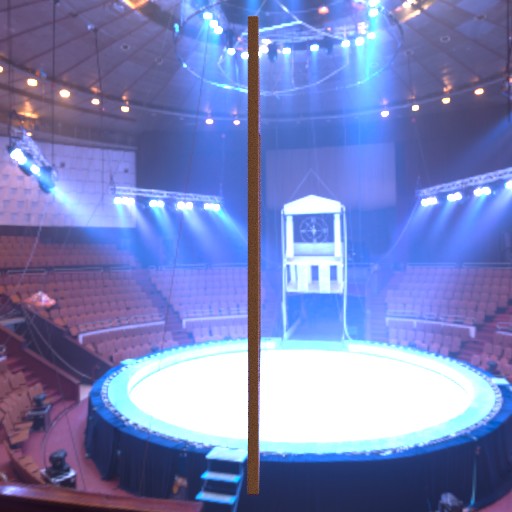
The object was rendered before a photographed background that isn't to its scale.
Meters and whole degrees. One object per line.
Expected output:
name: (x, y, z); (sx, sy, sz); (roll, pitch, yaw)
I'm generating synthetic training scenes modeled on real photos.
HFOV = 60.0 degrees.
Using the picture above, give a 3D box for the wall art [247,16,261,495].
wall art: (0.000, 0.000, 0.609); (0.011, 0.482, 0.329); (0, -1, 1)
